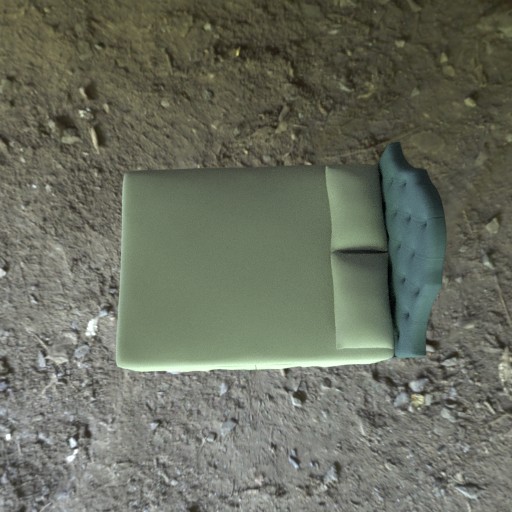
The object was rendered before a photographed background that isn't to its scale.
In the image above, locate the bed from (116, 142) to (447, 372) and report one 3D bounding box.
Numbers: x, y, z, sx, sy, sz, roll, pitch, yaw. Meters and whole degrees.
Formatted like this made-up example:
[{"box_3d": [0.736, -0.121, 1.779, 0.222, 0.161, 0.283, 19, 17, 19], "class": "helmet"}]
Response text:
[{"box_3d": [0.000, 0.000, 3.268, 2.155, 1.575, 1.636, -2, 76, 0], "class": "bed"}]
